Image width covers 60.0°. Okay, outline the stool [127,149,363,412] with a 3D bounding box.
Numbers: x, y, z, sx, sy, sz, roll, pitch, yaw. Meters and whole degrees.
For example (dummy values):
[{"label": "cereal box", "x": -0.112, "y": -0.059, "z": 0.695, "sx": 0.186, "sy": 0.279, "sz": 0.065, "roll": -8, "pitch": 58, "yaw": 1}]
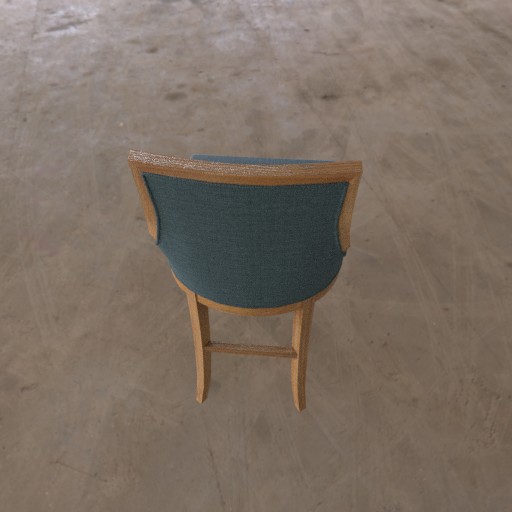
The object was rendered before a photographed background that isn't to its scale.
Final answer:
[{"label": "stool", "x": 0.000, "y": 0.000, "z": 1.405, "sx": 0.524, "sy": 1.101, "sz": 0.626, "roll": 3, "pitch": 47, "yaw": 3}]
